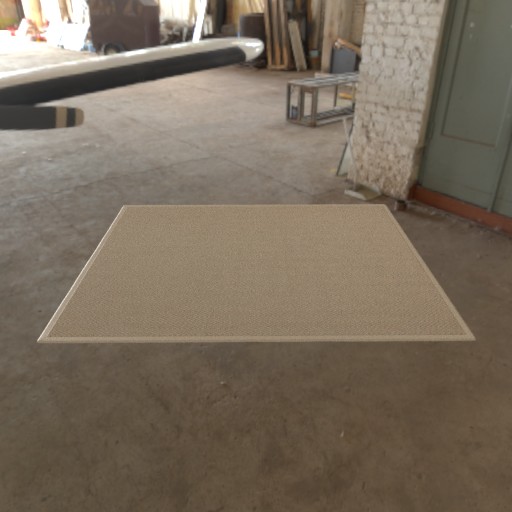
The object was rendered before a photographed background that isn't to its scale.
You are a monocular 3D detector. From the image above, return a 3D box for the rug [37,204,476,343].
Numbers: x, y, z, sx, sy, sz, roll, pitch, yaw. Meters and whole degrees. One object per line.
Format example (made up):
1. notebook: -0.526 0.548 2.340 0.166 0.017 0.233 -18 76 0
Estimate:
1. rug: 0.000 0.000 4.111 3.051 0.020 2.407 0 29 0
